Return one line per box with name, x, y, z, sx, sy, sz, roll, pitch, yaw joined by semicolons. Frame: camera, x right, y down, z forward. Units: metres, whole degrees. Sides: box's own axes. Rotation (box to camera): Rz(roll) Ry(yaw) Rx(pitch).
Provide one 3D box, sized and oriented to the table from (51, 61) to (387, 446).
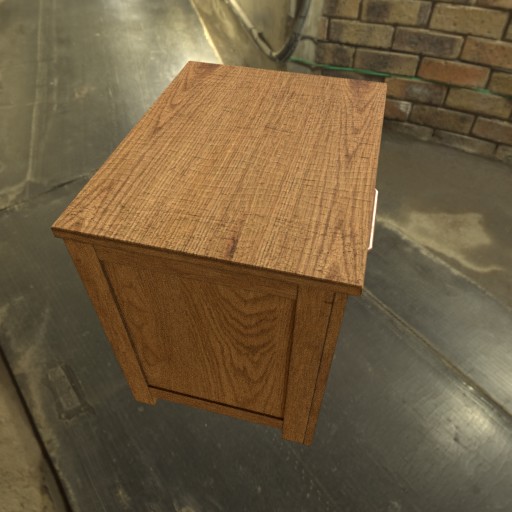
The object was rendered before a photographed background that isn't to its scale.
table;0.000;0.000;1.055;0.494;0.625;0.601;11;48;10
